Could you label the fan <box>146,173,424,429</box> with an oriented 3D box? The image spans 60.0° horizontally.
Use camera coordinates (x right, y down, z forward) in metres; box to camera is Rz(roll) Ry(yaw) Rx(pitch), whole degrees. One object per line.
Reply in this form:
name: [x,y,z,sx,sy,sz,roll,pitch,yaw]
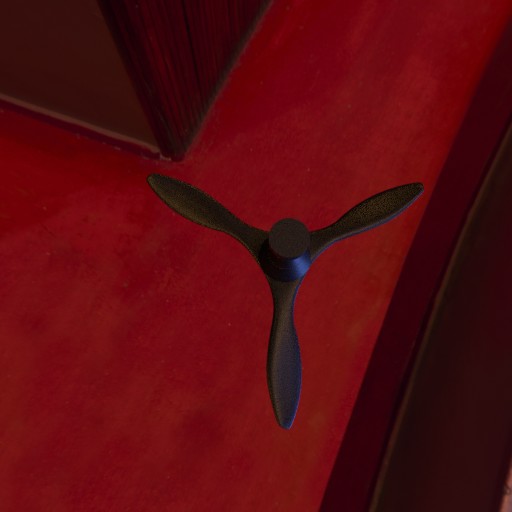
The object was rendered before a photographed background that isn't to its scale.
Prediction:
fan: [0.000,0.000,1.623,1.067,0.305,1.067,19,76,5]
